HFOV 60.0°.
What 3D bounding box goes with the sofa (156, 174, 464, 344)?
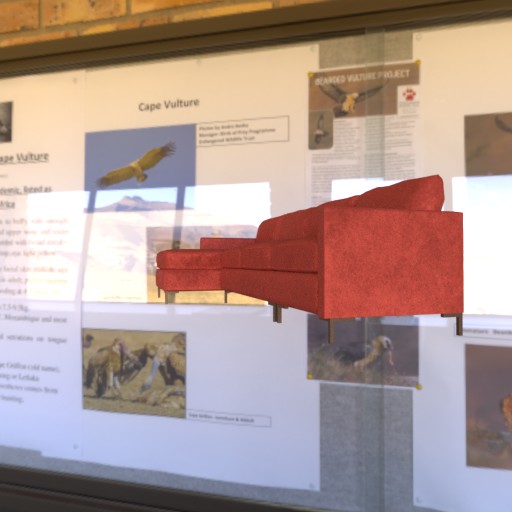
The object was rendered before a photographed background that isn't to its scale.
[{"bbox_3d":[0.000,0.000,3.985,1.500,0.967,3.400,0,-1,-17],"label":"sofa"}]
